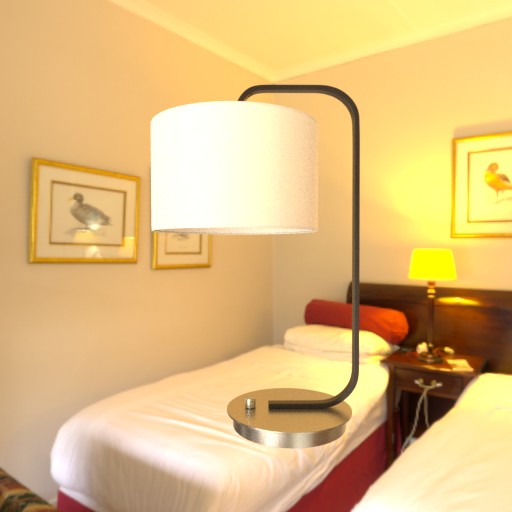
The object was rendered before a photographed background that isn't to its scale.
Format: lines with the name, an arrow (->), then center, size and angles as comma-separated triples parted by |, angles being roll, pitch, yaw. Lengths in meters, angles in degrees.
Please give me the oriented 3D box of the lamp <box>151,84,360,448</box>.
lamp -> 0.000, 0.000, 0.621 | 0.288, 0.473, 0.230 | 0, 1, -1
